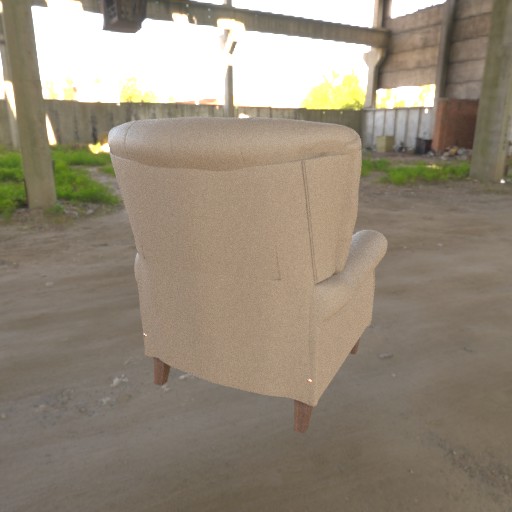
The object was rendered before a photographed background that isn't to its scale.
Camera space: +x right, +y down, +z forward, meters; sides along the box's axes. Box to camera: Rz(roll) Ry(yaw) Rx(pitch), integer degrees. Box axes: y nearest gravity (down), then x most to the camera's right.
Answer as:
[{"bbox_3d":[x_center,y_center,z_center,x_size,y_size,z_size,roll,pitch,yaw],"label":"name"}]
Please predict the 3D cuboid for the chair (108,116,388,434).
[{"bbox_3d":[0.000,0.000,1.916,0.999,1.138,1.041,9,18,27],"label":"chair"}]
